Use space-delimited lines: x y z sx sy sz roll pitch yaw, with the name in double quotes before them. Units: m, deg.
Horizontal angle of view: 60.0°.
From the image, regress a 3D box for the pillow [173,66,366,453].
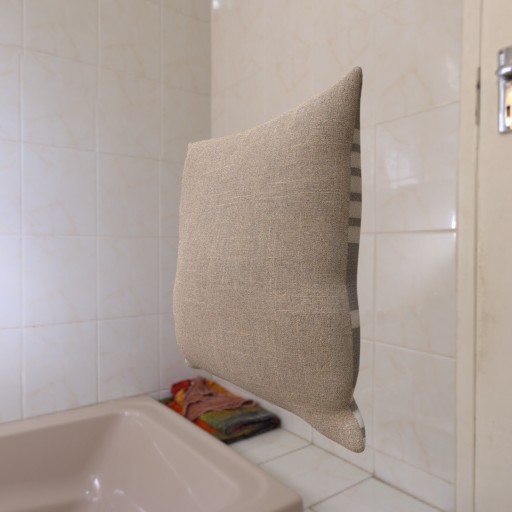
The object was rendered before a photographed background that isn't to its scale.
"pillow" 0.000 0.000 0.677 0.182 0.440 0.439 -1 1 -35
